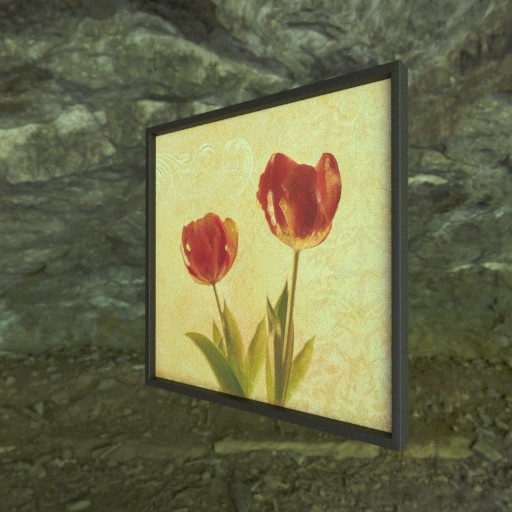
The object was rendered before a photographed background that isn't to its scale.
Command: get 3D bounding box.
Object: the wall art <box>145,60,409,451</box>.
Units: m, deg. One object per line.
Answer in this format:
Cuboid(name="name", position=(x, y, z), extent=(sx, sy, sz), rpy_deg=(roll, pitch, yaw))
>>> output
Cuboid(name="wall art", position=(0.000, 0.000, 0.514), extent=(0.349, 0.349, 0.038), rpy_deg=(0, 0, 37))
